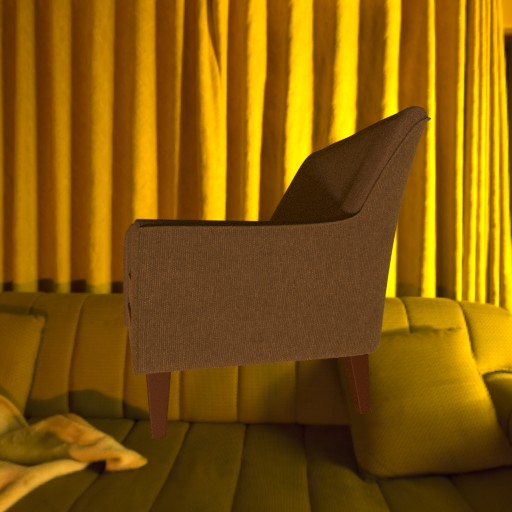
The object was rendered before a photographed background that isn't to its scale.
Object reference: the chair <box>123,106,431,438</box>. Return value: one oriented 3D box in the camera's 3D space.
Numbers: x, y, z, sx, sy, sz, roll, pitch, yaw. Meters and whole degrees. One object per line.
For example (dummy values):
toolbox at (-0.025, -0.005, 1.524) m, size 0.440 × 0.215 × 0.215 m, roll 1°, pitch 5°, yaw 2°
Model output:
chair at (0.000, 0.000, 1.584) m, size 0.899 × 0.919 × 0.780 m, roll 0°, pitch 2°, yaw -17°
